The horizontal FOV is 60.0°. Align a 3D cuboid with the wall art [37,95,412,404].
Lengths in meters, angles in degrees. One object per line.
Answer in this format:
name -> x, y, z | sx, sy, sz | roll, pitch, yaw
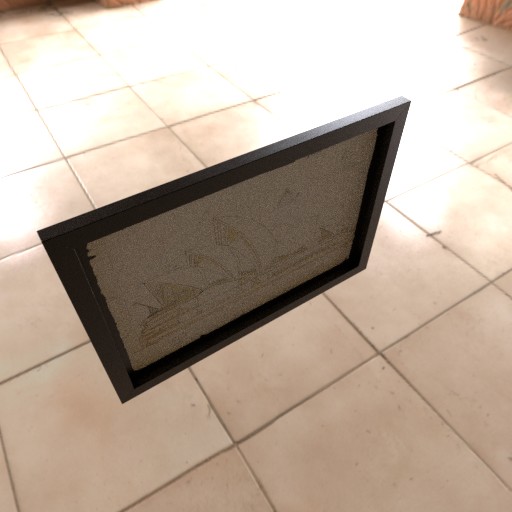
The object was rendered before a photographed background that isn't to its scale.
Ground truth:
wall art -> 0.000, 0.000, 0.850 | 0.657, 0.458, 0.027 | -26, 52, -22
